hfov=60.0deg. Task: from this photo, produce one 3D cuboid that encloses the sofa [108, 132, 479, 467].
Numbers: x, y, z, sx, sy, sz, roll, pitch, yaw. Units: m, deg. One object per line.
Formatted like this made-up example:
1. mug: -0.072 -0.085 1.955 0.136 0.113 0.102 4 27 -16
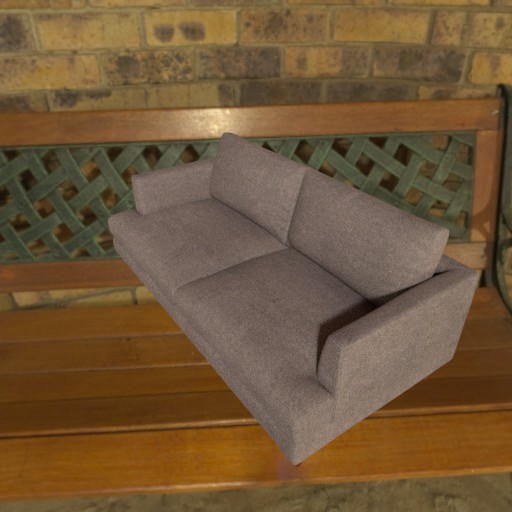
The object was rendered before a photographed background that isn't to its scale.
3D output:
1. sofa: 0.000 0.000 2.437 1.020 0.868 1.948 -20 37 -29
